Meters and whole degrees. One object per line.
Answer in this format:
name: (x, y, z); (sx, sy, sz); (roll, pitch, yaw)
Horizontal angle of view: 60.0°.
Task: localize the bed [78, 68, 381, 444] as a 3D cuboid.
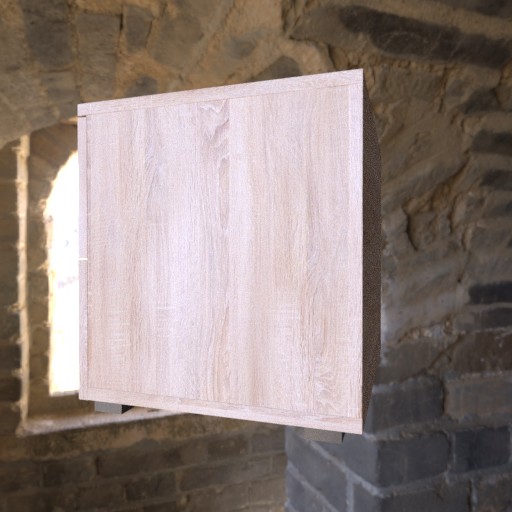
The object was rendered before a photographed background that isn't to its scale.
bed: (0.000, 0.000, 0.771); (0.401, 0.420, 0.460); (0, 1, 18)
